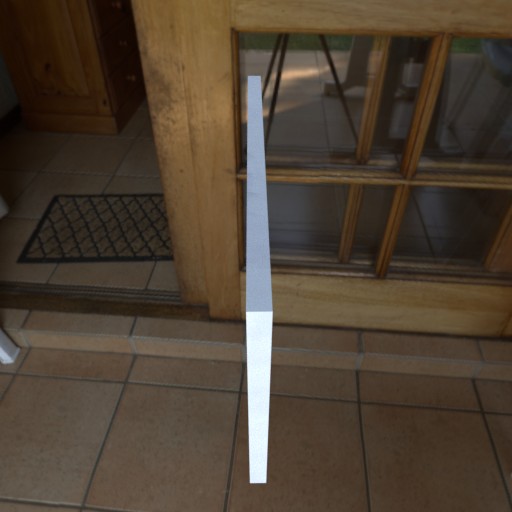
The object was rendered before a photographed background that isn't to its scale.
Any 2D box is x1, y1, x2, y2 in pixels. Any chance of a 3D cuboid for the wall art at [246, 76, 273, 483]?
[{"bbox_3d":[0.000,0.000,1.176,0.038,0.610,0.915,0,42,0],"label":"wall art"}]
